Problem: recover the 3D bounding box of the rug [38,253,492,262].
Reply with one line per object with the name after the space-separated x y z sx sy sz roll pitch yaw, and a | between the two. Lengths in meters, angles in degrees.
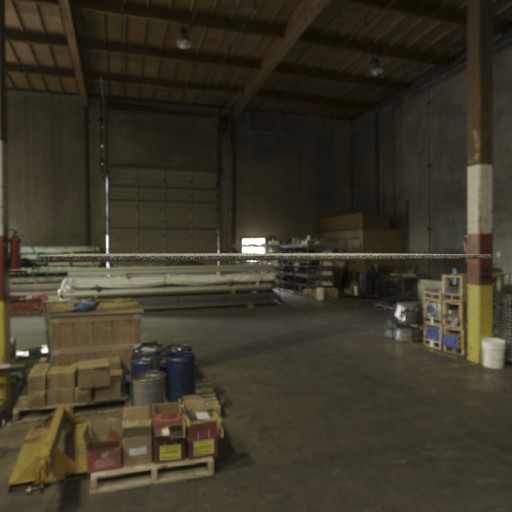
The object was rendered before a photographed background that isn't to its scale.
0.000 0.000 2.872 2.350 0.025 1.502 0 1 -18 | rug
